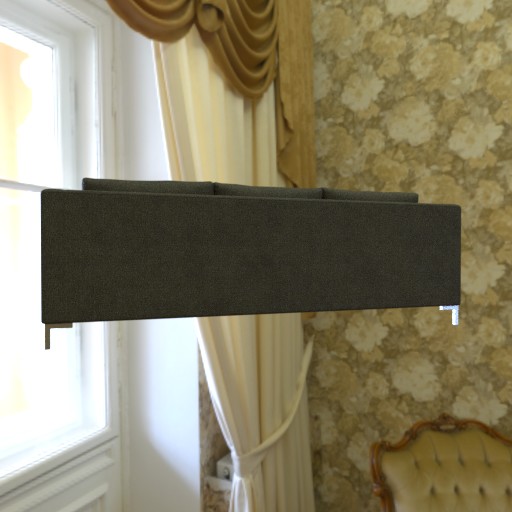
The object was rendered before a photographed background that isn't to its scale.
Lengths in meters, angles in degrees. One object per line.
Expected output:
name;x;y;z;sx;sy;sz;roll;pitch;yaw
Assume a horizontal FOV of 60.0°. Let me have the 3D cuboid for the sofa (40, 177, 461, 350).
sofa;0.000;0.000;2.889;2.415;0.867;0.969;0;1;-17
